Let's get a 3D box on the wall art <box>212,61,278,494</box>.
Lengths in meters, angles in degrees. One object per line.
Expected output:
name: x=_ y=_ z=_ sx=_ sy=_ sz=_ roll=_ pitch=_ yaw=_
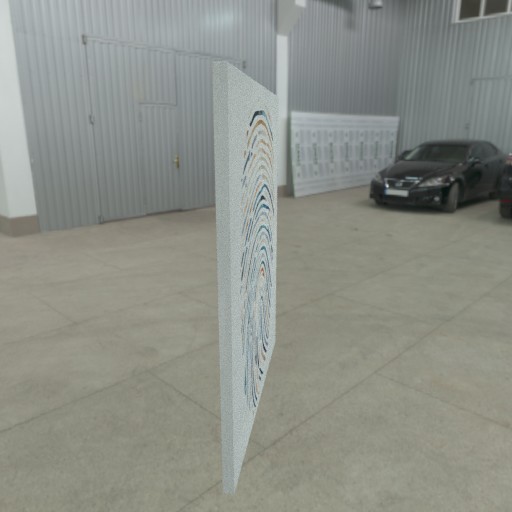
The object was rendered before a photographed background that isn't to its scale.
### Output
wall art: x=0.000 y=0.000 z=0.982 sx=0.021 sy=0.710 sz=0.609 roll=2 pitch=16 yaw=9
